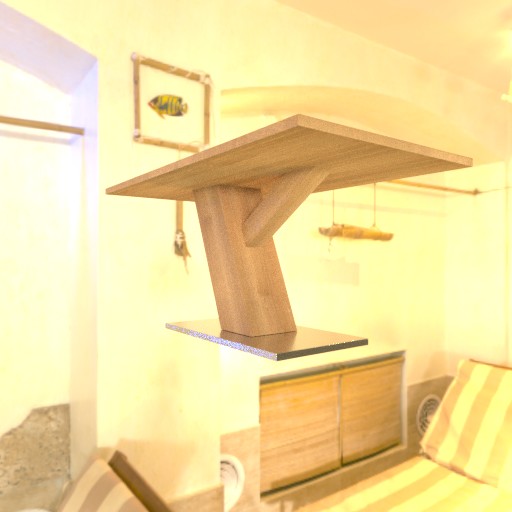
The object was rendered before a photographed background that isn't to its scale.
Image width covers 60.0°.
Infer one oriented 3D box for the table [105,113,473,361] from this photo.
[{"bbox_3d":[0.000,0.000,2.085,0.900,0.750,1.600,0,0,-36],"label":"table"}]
